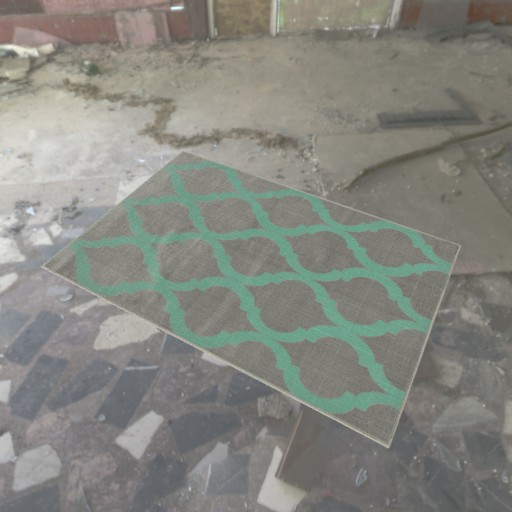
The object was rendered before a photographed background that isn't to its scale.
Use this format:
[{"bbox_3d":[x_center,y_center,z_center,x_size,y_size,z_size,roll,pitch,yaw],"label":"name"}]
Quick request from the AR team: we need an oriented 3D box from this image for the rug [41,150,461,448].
[{"bbox_3d":[0.000,0.000,2.896,2.286,0.006,1.524,22,50,20],"label":"rug"}]
